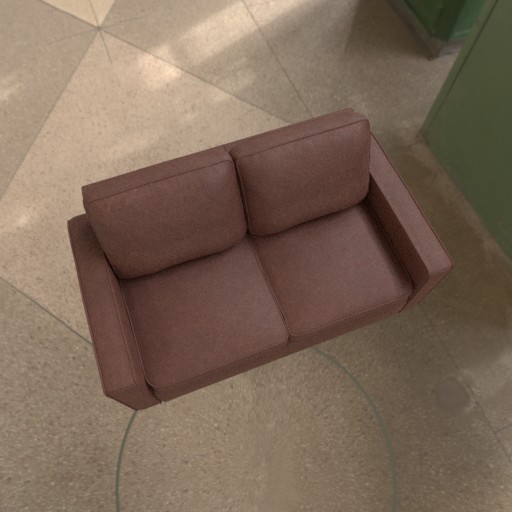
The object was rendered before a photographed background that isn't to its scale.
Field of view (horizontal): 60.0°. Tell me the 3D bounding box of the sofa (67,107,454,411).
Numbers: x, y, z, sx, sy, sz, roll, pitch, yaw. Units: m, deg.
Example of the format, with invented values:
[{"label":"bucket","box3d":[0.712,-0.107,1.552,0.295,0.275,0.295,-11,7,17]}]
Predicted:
[{"label":"sofa","box3d":[0.000,0.000,2.285,1.709,0.918,0.947,-19,66,-9]}]
